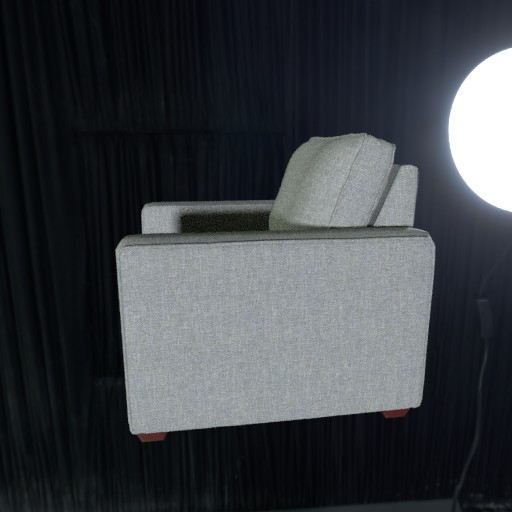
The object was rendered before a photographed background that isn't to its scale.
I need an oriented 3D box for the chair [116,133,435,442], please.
[{"bbox_3d":[0.000,0.000,1.729,0.940,0.914,1.016,-2,13,-9],"label":"chair"}]
